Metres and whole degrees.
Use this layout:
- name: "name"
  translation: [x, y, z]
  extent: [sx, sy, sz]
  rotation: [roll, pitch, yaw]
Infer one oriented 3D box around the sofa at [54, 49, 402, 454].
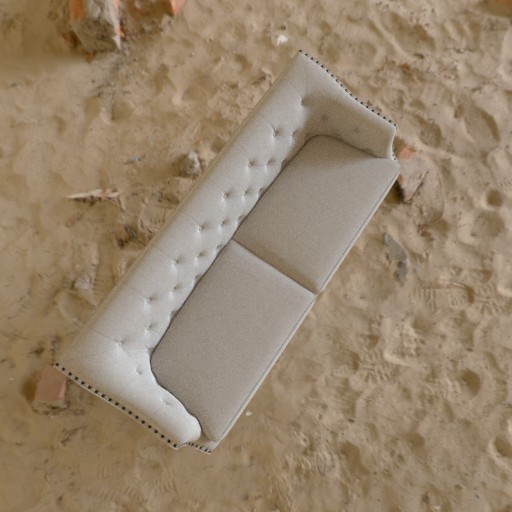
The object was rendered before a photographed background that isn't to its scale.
- name: "sofa"
  translation: [0.000, 0.000, 2.737]
  extent: [0.914, 0.901, 2.235]
  rotation: [34, 79, 8]
